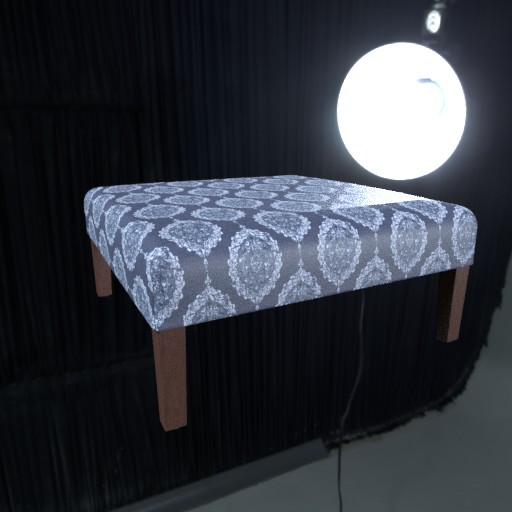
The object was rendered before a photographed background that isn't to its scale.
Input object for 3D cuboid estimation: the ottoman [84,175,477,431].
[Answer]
[{"bbox_3d":[0.000,0.000,1.398,0.889,0.409,0.890,-9,19,-26],"label":"ottoman"}]
